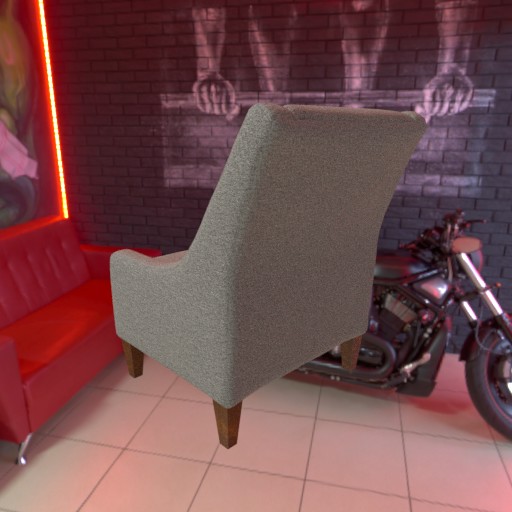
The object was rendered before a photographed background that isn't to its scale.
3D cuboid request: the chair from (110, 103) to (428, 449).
[{"bbox_3d":[0.000,0.000,1.633,0.774,1.016,0.870,-15,22,-42],"label":"chair"}]
